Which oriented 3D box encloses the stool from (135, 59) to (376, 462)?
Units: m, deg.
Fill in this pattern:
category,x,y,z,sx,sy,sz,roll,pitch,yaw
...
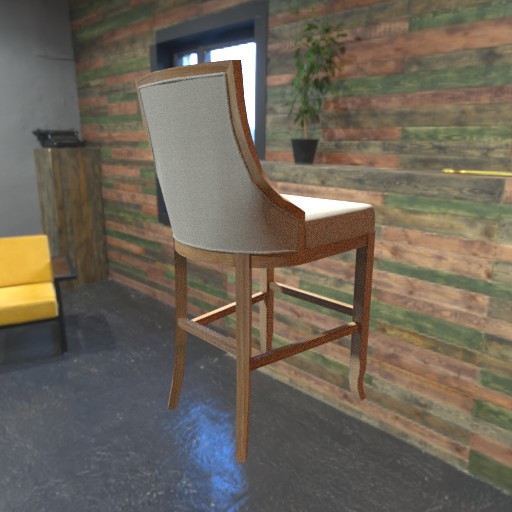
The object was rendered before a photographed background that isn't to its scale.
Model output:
category,x,y,z,sx,sy,sz,roll,pitch,yaw
stool,0.000,0.000,1.469,0.626,1.101,0.524,-14,20,-42
